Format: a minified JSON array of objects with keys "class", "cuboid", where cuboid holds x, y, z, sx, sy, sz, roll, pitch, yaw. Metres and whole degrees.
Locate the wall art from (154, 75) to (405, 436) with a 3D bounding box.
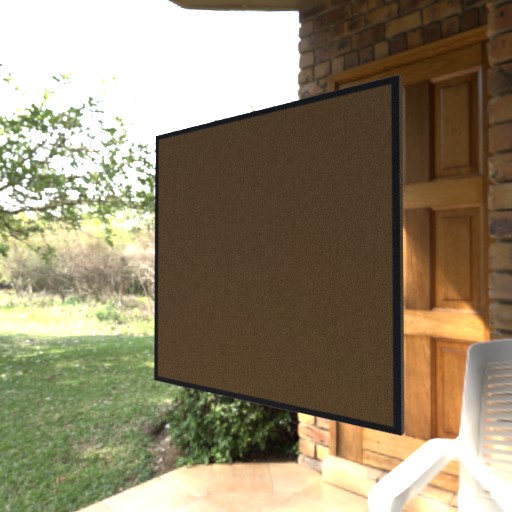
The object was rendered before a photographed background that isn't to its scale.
[{"class":"wall art","cuboid":[0.000,0.000,1.228,0.805,0.803,0.022,-1,-1,36]}]
